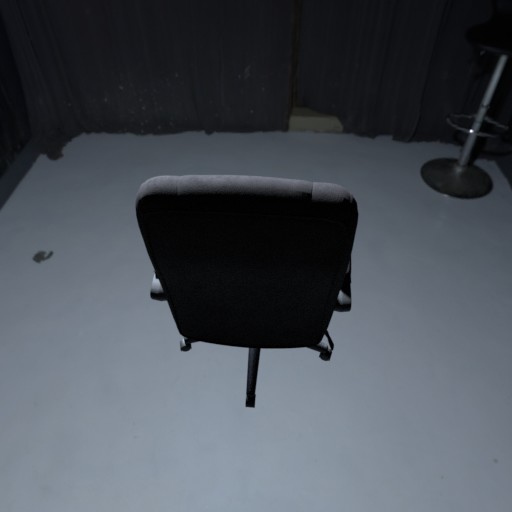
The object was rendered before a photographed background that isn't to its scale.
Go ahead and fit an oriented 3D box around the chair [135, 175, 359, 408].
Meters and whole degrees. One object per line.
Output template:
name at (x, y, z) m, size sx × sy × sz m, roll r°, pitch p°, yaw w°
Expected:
chair at (0.000, 0.000, 1.586) m, size 0.667 × 1.105 × 0.724 m, roll 3°, pitch 45°, yaw 3°
